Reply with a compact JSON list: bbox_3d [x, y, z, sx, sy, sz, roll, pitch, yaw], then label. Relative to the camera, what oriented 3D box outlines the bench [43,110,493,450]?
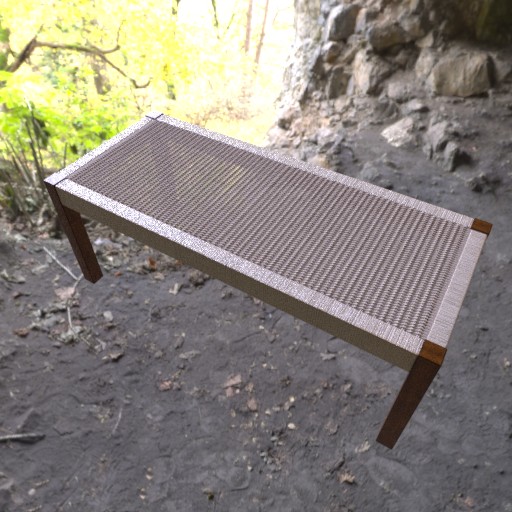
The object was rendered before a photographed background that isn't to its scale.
[{"bbox_3d":[0.000,0.000,1.434,1.198,0.457,0.507,24,51,21],"label":"bench"}]
